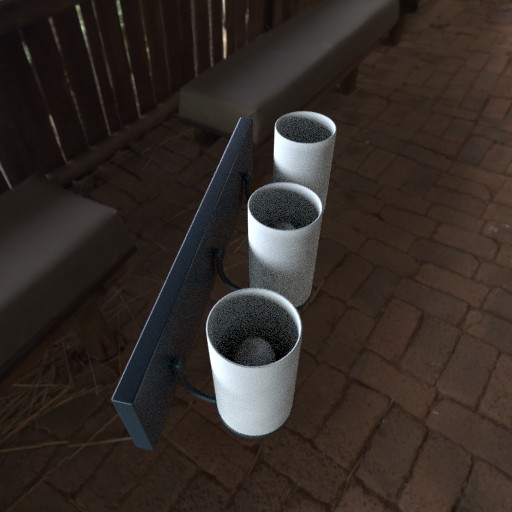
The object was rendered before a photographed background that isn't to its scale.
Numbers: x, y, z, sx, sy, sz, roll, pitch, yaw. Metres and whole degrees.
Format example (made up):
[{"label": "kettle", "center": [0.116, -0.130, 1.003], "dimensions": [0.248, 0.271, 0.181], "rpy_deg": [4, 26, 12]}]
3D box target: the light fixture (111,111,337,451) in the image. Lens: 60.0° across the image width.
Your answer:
[{"label": "light fixture", "center": [0.000, 0.000, 0.535], "dimensions": [0.145, 0.172, 0.451], "rpy_deg": [9, 48, 8]}]
